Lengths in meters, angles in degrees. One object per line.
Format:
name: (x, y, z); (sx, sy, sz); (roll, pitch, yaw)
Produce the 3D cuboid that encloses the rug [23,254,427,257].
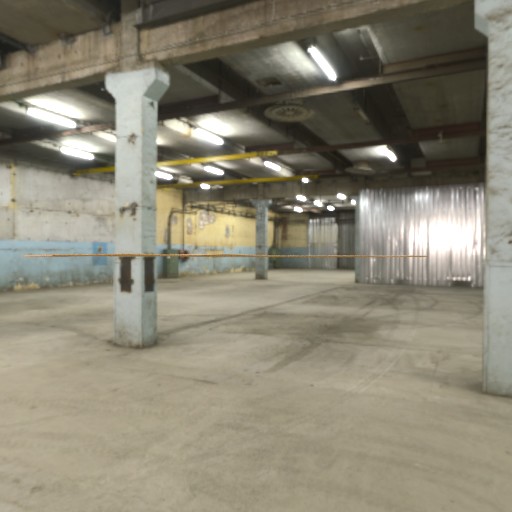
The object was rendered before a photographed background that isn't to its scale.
rug: (0.000, 0.000, 2.536); (2.294, 0.014, 0.704); (0, 0, -36)
